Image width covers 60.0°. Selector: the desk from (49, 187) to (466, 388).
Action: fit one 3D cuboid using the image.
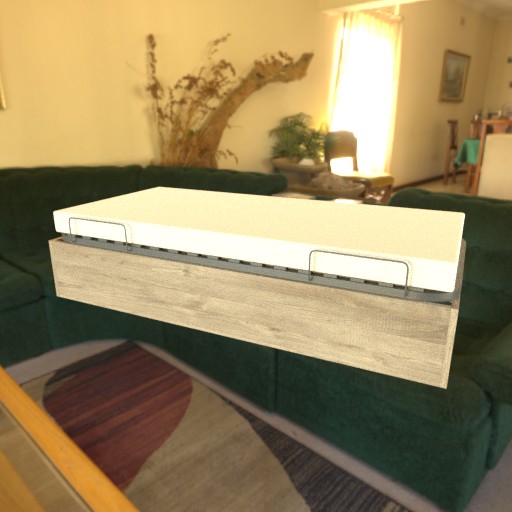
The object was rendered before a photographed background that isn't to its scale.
[{"bbox_3d":[0.000,0.000,2.245,1.900,0.455,0.900,8,20,24],"label":"desk"}]
